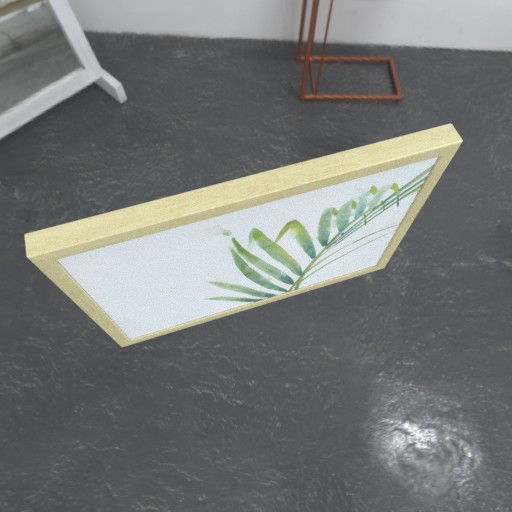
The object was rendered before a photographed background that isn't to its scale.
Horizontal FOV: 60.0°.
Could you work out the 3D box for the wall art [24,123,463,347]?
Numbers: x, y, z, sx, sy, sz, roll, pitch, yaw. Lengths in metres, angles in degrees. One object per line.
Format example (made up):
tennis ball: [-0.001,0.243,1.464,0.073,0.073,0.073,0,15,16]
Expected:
wall art: [0.000,0.000,0.694,0.533,0.381,0.032,-16,65,-8]
